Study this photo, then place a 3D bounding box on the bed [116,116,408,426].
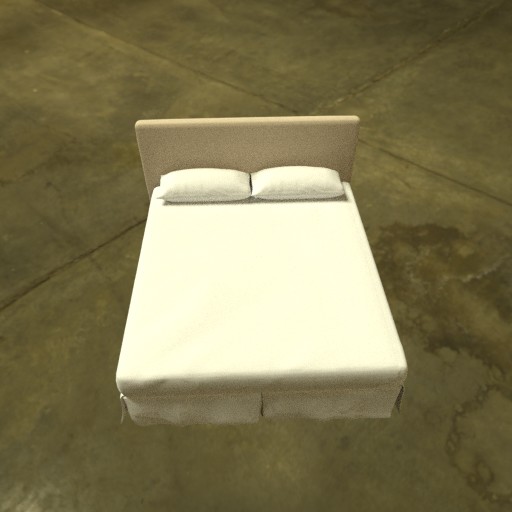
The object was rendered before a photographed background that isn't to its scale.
[{"bbox_3d":[0.000,0.000,3.686,2.119,1.317,2.319,-2,45,-2],"label":"bed"}]
